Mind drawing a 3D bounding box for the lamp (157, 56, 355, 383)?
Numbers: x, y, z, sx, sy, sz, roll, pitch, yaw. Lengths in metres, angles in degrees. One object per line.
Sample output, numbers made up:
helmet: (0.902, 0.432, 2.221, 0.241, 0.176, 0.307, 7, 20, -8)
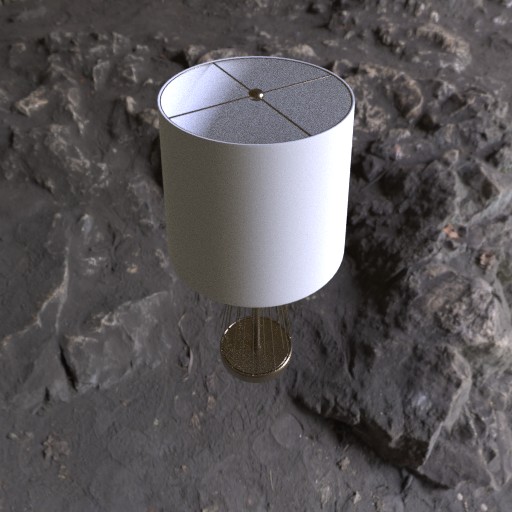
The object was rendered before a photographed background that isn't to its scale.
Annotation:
lamp: (0.000, 0.000, 0.801, 0.303, 0.618, 0.303, 0, 45, 0)
